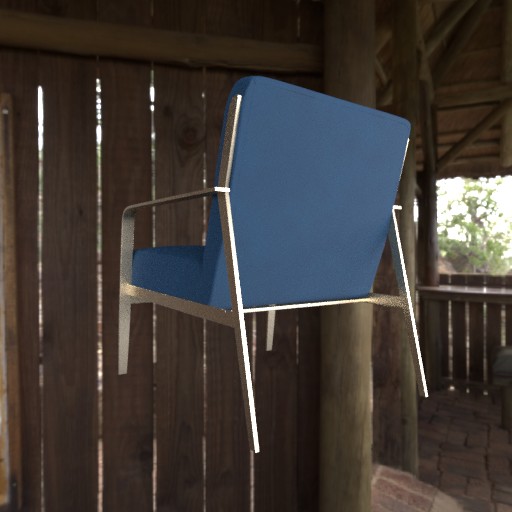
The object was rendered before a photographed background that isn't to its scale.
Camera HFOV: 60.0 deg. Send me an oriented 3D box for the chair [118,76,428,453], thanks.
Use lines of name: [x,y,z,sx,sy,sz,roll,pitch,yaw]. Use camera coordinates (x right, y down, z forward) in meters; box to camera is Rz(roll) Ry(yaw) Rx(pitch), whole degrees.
chair: [0.000,0.000,1.465,0.692,0.831,0.859,0,0,-36]
